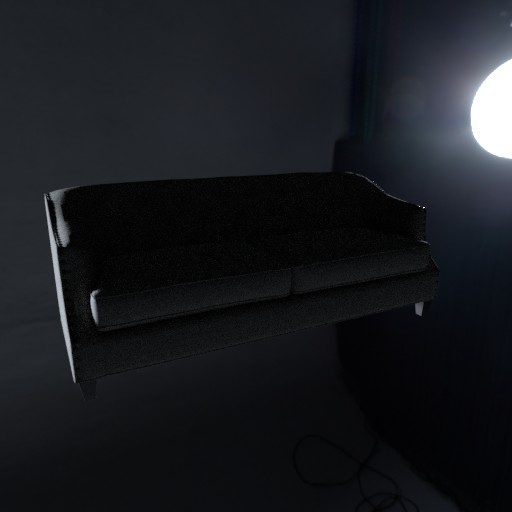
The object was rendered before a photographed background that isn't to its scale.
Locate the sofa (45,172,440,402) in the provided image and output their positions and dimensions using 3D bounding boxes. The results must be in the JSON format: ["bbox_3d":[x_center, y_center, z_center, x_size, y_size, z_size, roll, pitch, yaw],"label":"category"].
[{"bbox_3d":[0.000,0.000,2.717,2.235,0.901,0.914,-8,18,-26],"label":"sofa"}]
